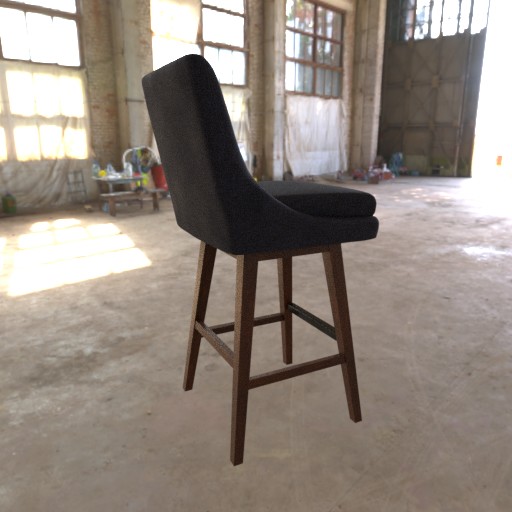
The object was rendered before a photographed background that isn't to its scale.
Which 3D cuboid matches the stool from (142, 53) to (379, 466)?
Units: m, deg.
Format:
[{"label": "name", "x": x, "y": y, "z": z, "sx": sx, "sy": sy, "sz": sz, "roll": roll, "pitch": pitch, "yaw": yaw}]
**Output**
[{"label": "stool", "x": 0.000, "y": 0.000, "z": 1.377, "sx": 0.572, "sy": 1.068, "sz": 0.489, "roll": -7, "pitch": 16, "yaw": -26}]
